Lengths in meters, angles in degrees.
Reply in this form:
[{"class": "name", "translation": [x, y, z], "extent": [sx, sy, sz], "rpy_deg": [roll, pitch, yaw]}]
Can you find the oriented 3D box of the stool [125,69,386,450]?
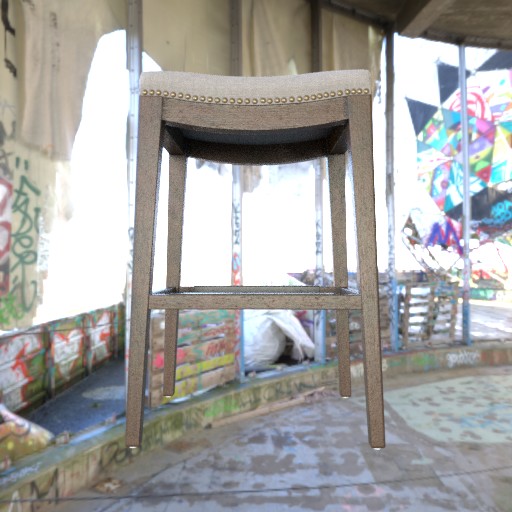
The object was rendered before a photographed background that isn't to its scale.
[{"class": "stool", "translation": [0.000, 0.000, 1.047], "extent": [0.508, 0.762, 0.356], "rpy_deg": [0, -1, 1]}]
